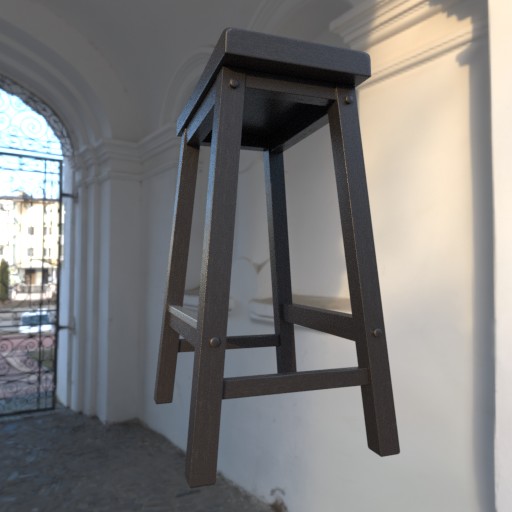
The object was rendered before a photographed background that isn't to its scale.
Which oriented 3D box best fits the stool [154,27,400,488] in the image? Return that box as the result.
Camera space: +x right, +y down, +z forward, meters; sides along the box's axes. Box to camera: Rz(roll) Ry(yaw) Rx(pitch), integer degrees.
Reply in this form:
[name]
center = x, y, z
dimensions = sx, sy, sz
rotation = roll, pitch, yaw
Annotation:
[stool]
center = 0.000, 0.000, 0.818
dimensions = 0.322, 0.610, 0.406
rotation = 1, -2, -19
